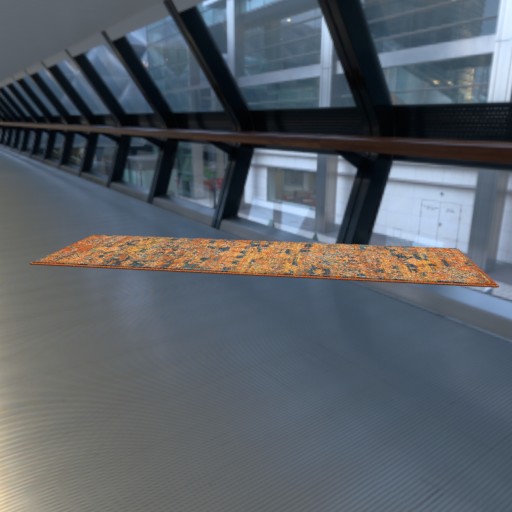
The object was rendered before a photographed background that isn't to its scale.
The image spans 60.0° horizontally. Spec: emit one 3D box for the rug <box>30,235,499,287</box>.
[{"bbox_3d":[0.000,0.000,2.429,2.274,0.016,0.651,2,16,9],"label":"rug"}]
